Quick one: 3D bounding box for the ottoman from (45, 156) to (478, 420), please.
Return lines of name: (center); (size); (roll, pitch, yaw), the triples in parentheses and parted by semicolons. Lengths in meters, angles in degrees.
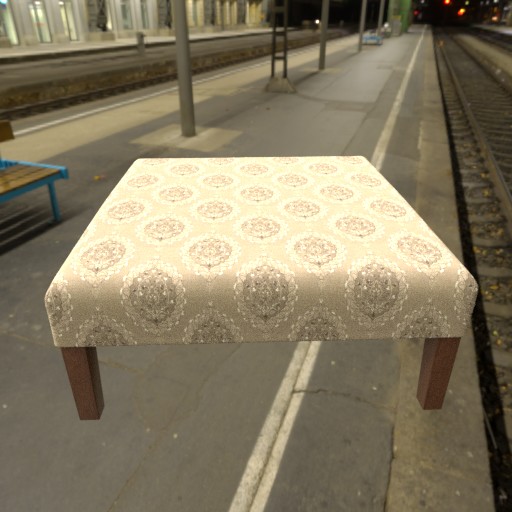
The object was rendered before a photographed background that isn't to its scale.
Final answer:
ottoman: (0.000, 0.000, 1.351); (0.889, 0.411, 0.890); (-1, 28, -2)
